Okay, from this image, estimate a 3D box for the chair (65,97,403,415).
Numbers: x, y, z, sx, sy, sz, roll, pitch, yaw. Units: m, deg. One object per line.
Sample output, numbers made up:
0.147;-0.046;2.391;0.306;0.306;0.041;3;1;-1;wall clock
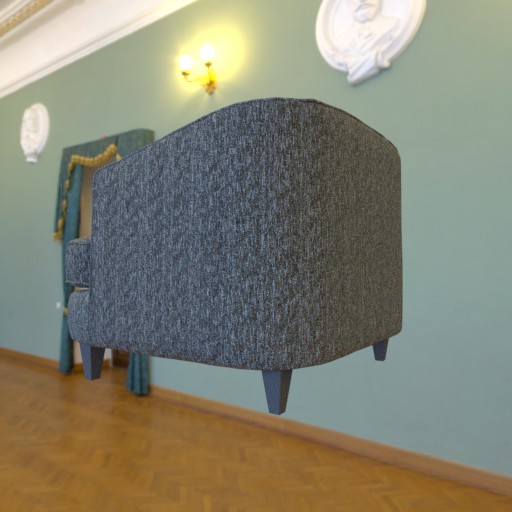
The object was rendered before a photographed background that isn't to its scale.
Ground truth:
0.000;0.000;1.719;0.941;0.852;1.104;-1;-1;36;chair
